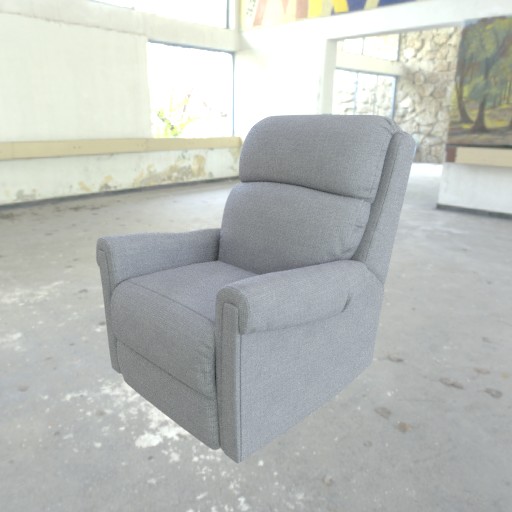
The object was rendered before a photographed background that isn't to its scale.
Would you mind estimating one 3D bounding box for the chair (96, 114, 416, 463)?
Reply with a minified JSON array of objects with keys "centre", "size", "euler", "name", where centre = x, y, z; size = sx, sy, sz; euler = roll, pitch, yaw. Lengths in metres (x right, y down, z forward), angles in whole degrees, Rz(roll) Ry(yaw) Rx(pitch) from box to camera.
[{"centre":[0.000,0.000,1.727],"size":[0.838,1.054,1.014],"euler":[16,23,42],"name":"chair"}]
